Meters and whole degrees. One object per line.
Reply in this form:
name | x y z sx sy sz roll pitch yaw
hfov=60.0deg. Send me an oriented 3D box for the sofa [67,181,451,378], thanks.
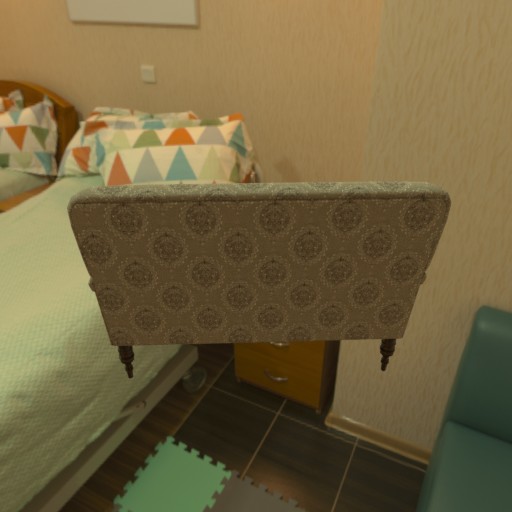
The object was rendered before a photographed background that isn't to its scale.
sofa | 0.000 0.000 1.877 1.297 0.889 0.779 -1 30 -2
